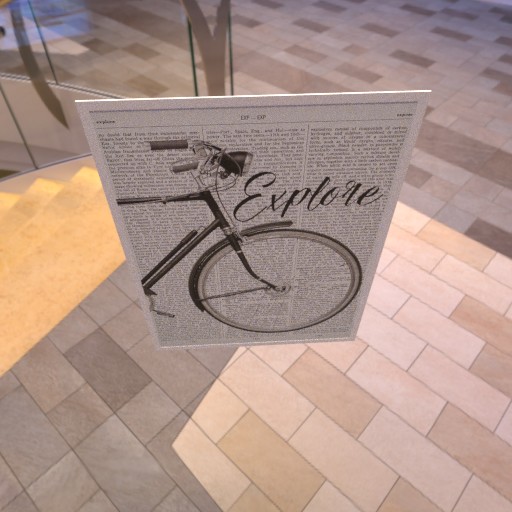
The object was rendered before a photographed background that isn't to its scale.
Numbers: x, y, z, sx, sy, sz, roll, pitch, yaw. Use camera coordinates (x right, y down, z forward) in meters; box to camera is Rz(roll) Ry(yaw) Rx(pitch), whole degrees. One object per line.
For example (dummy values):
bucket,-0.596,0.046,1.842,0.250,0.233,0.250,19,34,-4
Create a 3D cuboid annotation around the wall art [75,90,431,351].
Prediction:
wall art,0.000,0.000,0.794,0.457,0.610,0.003,-2,48,-2
